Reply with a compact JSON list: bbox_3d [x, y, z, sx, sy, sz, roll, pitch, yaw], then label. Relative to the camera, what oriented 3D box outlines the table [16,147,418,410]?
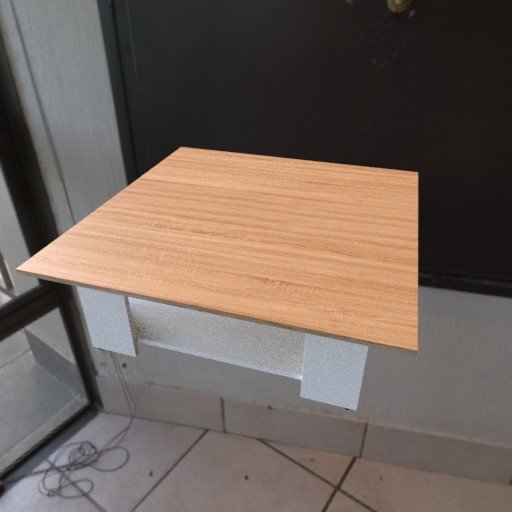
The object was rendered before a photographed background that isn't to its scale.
[{"bbox_3d":[0.000,0.000,1.354,0.890,0.305,0.890,9,34,14],"label":"table"}]
